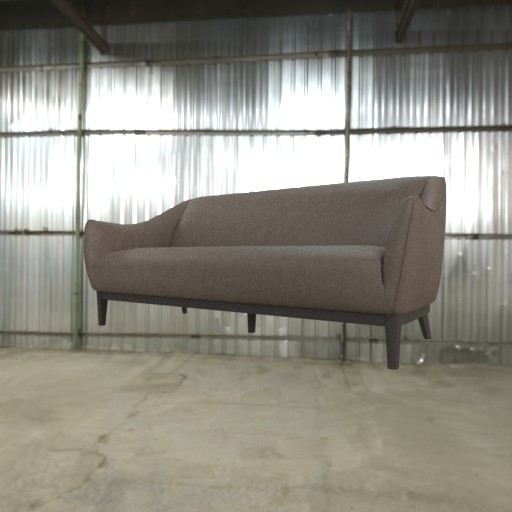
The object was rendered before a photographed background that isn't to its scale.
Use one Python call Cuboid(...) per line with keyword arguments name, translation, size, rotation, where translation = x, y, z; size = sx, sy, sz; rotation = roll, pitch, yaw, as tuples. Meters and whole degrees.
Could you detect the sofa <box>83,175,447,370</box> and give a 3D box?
Cuboid(name="sofa", translation=(0.000, 0.000, 2.409), size=(1.928, 0.831, 0.869), rotation=(0, 0, 35))
